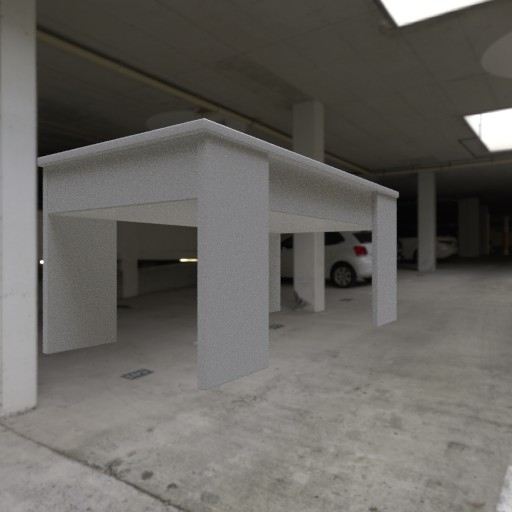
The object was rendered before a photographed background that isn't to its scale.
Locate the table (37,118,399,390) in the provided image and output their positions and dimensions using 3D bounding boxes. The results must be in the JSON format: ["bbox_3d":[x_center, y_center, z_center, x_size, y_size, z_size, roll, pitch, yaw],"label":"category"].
[{"bbox_3d":[0.000,0.000,1.261,0.500,0.440,1.000,0,0,35],"label":"table"}]
